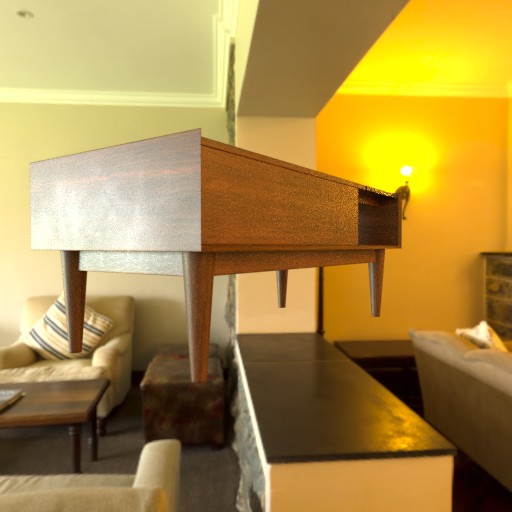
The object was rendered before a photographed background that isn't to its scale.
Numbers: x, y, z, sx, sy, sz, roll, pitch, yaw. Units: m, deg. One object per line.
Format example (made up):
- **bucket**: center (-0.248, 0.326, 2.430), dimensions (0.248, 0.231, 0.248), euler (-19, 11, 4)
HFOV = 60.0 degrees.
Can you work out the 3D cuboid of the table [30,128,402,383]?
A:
- **table**: center (0.000, 0.000, 1.505), dimensions (0.610, 0.508, 1.221), euler (1, 2, 35)
